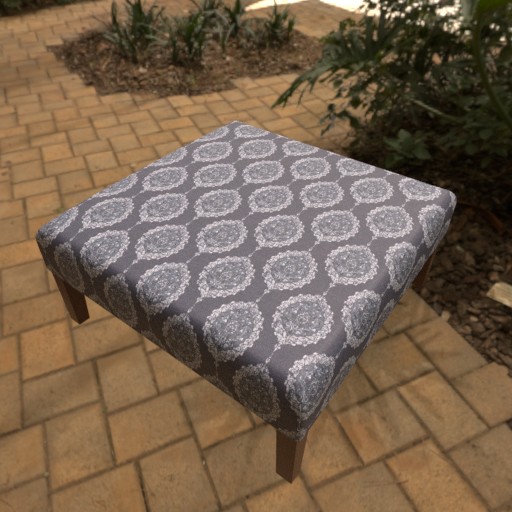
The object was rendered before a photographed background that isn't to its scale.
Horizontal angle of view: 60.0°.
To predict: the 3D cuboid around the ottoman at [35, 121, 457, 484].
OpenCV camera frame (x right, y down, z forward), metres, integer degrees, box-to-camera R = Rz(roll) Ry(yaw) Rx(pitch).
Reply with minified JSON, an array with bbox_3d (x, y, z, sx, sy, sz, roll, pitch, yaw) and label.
[{"bbox_3d":[0.000,0.000,1.391,0.889,0.409,0.890,26,48,27],"label":"ottoman"}]
